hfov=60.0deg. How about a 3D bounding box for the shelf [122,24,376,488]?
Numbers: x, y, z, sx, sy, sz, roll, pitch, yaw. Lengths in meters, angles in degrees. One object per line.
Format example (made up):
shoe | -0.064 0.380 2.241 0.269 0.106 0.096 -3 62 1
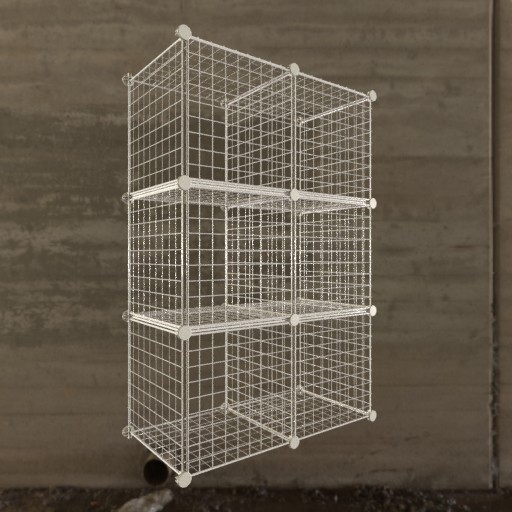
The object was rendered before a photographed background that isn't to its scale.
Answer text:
shelf | 0.000 0.000 1.367 0.711 1.067 0.356 0 0 -37
